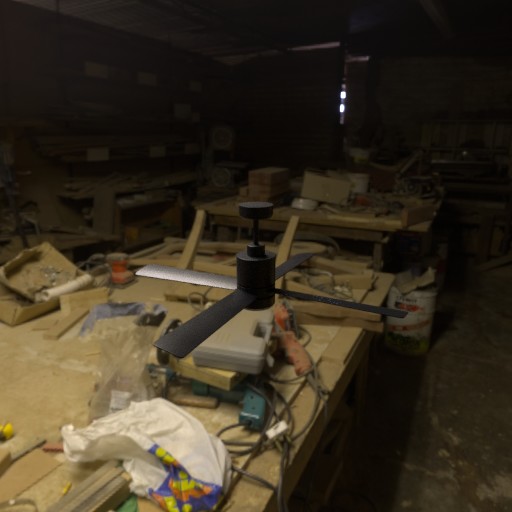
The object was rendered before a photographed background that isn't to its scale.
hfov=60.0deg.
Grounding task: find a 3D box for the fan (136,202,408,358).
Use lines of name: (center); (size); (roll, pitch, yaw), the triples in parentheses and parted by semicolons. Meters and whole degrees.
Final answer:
fan: (0.000, 0.000, 2.281); (1.525, 0.534, 1.525); (8, 18, 26)
